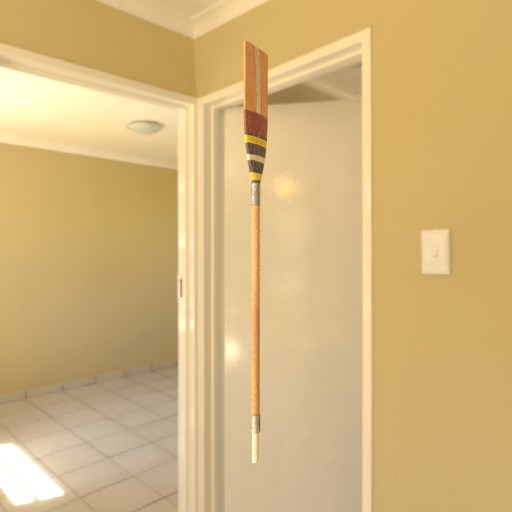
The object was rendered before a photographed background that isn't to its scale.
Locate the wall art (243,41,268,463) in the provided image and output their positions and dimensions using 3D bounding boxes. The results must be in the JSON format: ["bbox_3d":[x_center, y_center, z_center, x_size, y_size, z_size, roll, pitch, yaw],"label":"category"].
[{"bbox_3d":[0.000,0.000,1.666,0.038,1.556,0.146,1,1,35],"label":"wall art"}]
